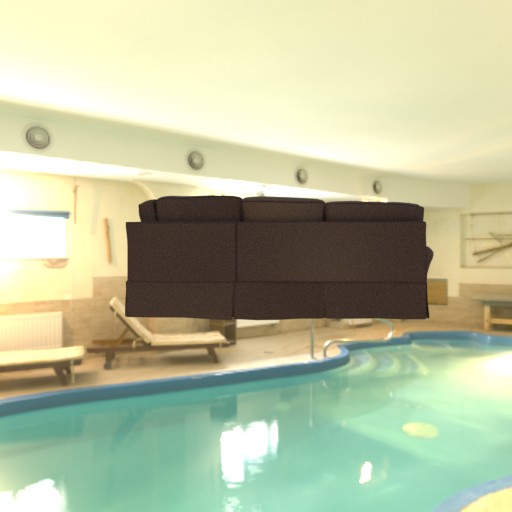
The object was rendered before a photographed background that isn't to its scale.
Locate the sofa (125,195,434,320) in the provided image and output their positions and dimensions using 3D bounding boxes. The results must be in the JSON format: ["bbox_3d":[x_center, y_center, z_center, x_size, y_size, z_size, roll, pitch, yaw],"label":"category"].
[{"bbox_3d":[0.000,0.000,5.000,3.773,1.169,2.874,0,0,34],"label":"sofa"}]
